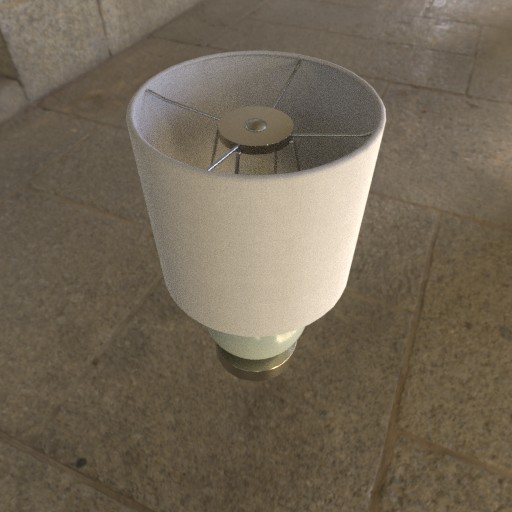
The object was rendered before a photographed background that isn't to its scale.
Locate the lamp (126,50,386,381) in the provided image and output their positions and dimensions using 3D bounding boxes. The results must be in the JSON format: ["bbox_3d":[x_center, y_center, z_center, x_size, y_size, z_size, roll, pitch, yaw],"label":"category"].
[{"bbox_3d":[0.000,0.000,0.476,0.201,0.353,0.201,-4,47,-4],"label":"lamp"}]
